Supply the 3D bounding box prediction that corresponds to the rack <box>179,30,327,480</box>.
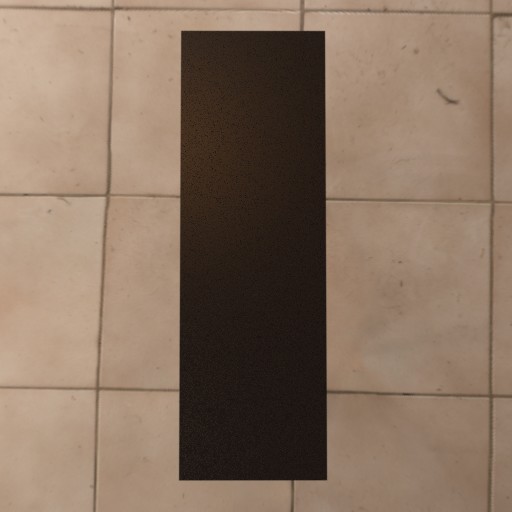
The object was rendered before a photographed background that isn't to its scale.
[{"bbox_3d":[0.000,0.000,1.475,0.399,0.635,1.206,0,88,0],"label":"rack"}]
